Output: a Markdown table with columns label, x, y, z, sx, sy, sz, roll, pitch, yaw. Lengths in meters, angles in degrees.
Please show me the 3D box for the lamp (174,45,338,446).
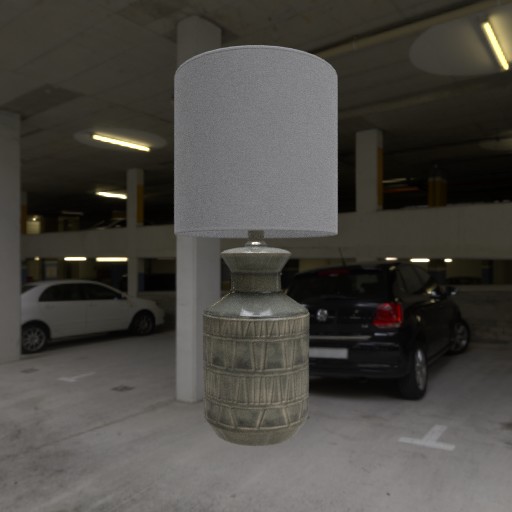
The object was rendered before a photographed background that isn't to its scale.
| label | x | y | z | sx | sy | sz | roll | pitch | yaw |
| --- | --- | --- | --- | --- | --- | --- | --- | --- | --- |
| lamp | 0.000 | 0.000 | 0.583 | 0.211 | 0.455 | 0.211 | 0 | 0 | 37 |
